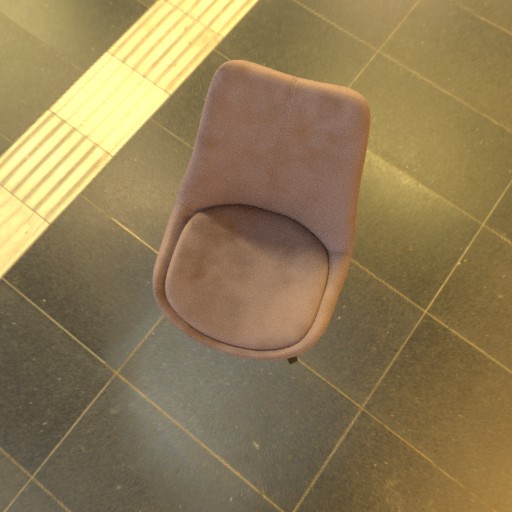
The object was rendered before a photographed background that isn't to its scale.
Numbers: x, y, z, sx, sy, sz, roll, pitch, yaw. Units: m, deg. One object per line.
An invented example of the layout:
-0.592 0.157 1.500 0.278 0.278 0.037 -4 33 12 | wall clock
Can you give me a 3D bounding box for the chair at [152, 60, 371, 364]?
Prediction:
0.000 0.000 1.216 0.483 0.865 0.547 17 76 5 | chair
